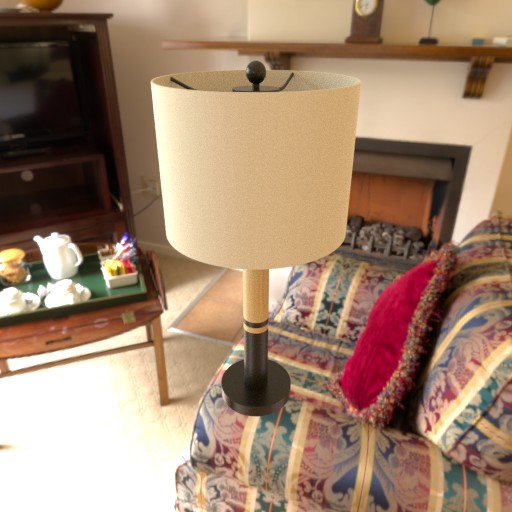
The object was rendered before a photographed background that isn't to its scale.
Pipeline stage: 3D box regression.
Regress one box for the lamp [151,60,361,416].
[{"bbox_3d":[0.000,0.000,0.792,0.305,0.640,0.305,-8,29,-16],"label":"lamp"}]
